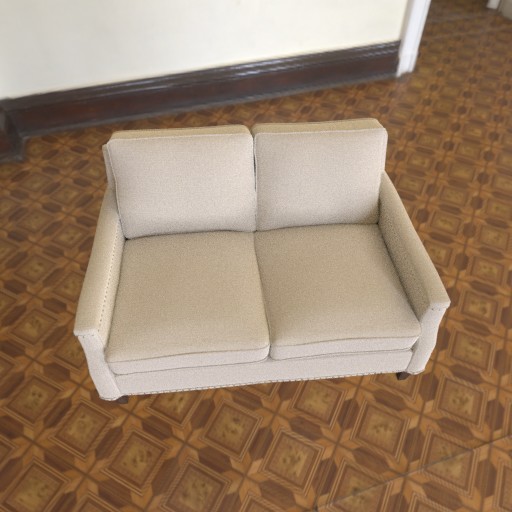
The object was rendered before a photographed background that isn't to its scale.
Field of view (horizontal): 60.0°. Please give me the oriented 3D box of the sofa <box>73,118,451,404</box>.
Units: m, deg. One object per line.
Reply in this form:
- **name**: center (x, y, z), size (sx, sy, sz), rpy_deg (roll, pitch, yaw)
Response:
- **sofa**: center (0.000, 0.000, 2.241), size (1.597, 1.003, 1.084), rpy_deg (-4, 48, -4)
